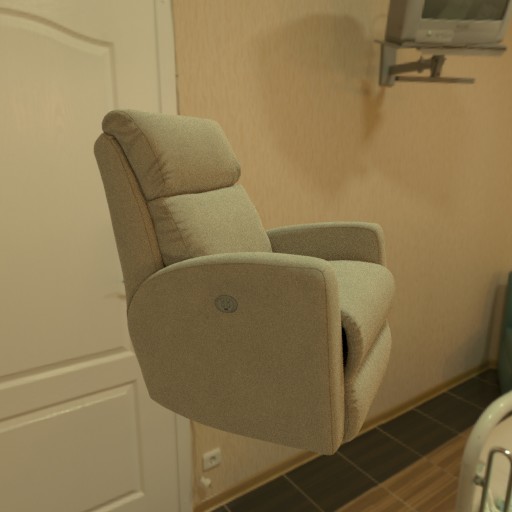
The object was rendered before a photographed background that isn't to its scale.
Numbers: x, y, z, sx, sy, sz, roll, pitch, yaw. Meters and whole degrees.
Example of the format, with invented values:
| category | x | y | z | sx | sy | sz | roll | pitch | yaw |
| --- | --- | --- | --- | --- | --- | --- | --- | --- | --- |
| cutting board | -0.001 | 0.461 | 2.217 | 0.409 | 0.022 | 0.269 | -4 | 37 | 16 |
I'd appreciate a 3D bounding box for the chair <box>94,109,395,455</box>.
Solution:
| category | x | y | z | sx | sy | sz | roll | pitch | yaw |
| --- | --- | --- | --- | --- | --- | --- | --- | --- | --- |
| chair | 0.000 | 0.000 | 1.635 | 0.940 | 1.021 | 0.794 | 7 | 15 | 26 |
